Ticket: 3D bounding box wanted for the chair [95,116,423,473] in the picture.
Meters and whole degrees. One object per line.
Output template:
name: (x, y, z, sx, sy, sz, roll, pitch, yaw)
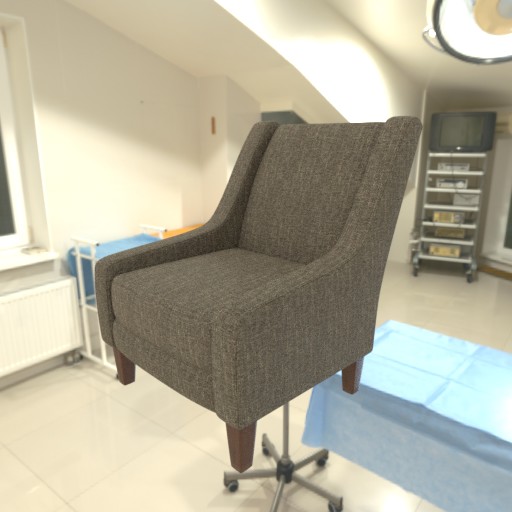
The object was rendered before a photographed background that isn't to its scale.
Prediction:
chair: (0.000, 0.000, 1.669, 0.793, 1.012, 0.944, 14, 21, 43)
